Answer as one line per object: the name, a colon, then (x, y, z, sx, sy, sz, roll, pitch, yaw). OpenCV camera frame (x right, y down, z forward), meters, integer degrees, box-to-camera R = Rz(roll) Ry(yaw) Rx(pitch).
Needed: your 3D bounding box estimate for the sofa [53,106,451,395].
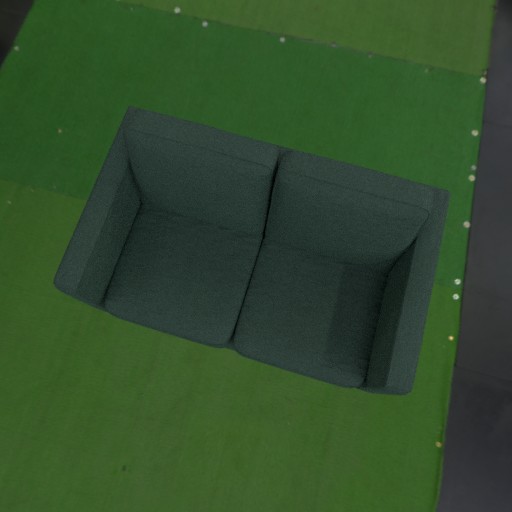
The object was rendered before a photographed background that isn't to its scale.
sofa: (0.000, 0.000, 1.998, 1.430, 0.899, 0.879, 16, 75, 5)
